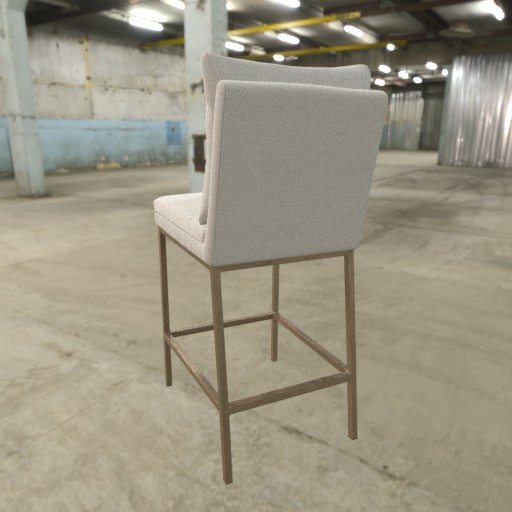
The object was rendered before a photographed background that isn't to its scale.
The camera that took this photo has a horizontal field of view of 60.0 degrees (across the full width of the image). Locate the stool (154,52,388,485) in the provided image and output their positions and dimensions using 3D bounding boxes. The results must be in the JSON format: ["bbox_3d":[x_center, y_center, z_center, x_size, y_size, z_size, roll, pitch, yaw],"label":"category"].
[{"bbox_3d":[0.000,0.000,1.313,0.463,1.032,0.572,-7,17,-25],"label":"stool"}]
